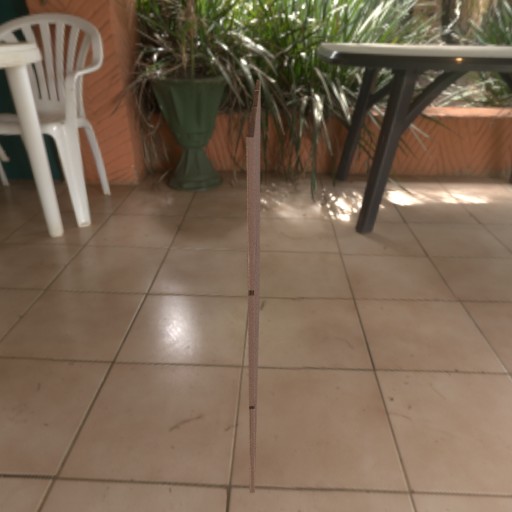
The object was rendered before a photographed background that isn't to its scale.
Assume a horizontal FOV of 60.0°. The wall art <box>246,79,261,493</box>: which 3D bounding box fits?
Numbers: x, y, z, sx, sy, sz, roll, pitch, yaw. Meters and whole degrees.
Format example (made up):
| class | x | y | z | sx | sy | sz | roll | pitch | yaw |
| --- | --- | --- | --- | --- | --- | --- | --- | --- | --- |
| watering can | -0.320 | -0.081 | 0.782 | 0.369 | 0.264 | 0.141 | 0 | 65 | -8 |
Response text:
| class | x | y | z | sx | sy | sz | roll | pitch | yaw |
| --- | --- | --- | --- | --- | --- | --- | --- | --- | --- |
| wall art | 0.000 | 0.000 | 1.350 | 0.013 | 0.914 | 0.915 | 1 | 27 | 1 |
